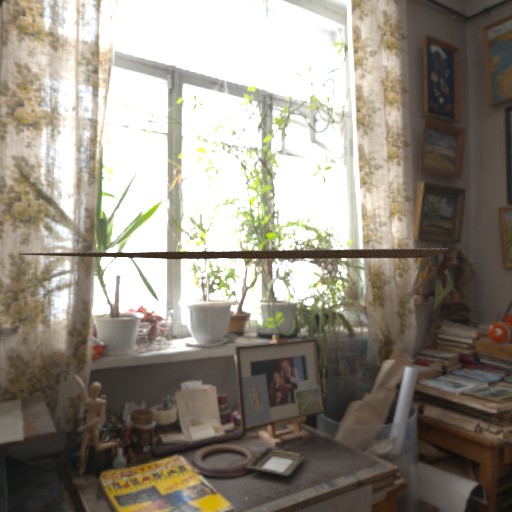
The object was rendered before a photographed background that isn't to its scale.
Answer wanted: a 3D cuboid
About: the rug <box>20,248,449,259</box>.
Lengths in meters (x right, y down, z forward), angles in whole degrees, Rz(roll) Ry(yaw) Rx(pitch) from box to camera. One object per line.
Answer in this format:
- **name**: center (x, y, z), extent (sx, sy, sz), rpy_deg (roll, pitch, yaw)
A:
- **rug**: center (0.000, 0.000, 4.034), extent (3.048, 0.013, 2.439), rpy_deg (0, -1, 19)
